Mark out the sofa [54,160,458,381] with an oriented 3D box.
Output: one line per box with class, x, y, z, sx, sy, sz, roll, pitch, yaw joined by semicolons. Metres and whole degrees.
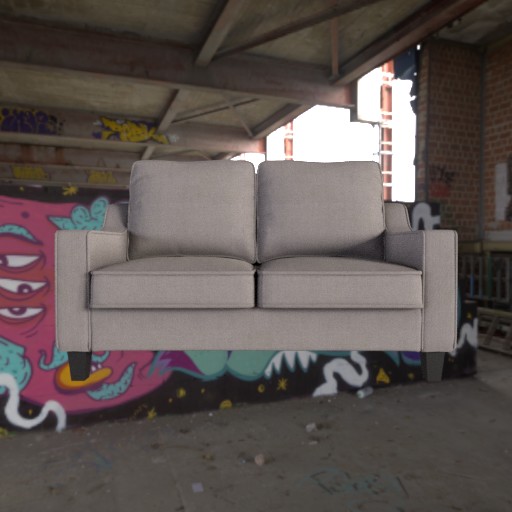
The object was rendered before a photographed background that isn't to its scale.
sofa;0.000;0.000;1.998;1.500;0.948;0.791;0;1;0
